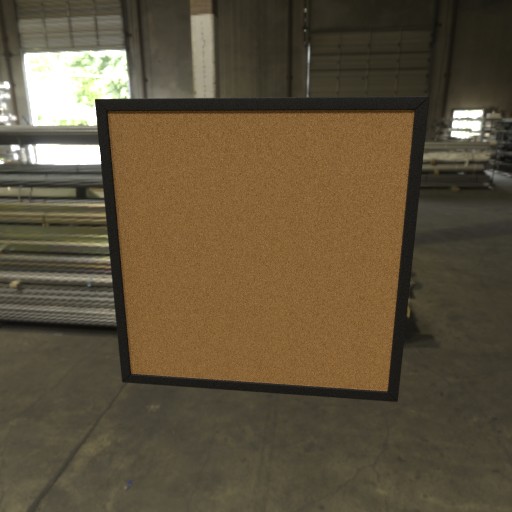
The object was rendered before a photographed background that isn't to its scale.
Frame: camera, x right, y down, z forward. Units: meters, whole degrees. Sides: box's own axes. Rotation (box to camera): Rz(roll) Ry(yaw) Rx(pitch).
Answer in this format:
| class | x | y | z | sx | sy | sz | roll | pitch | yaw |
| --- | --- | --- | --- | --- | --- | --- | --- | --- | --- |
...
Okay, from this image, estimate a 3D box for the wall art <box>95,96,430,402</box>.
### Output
| class | x | y | z | sx | sy | sz | roll | pitch | yaw |
| --- | --- | --- | --- | --- | --- | --- | --- | --- | --- |
| wall art | 0.000 | 0.000 | 0.756 | 0.508 | 0.508 | 0.037 | 2 | 17 | 7 |
